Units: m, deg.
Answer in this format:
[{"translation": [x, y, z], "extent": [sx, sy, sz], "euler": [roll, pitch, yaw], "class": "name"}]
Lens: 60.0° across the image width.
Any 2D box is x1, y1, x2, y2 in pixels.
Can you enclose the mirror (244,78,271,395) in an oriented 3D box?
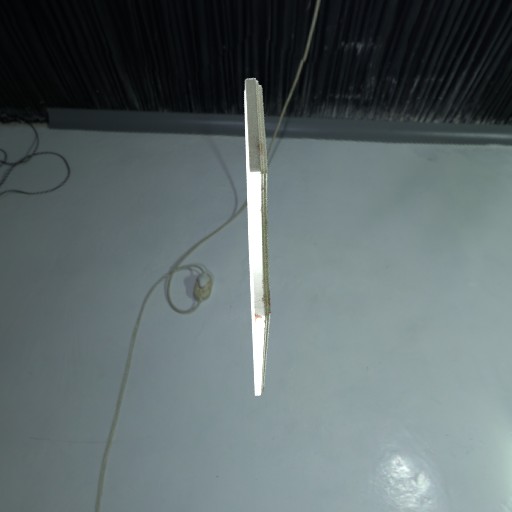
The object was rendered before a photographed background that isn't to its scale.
[{"translation": [0.000, 0.000, 0.856], "extent": [0.022, 0.717, 0.403], "euler": [-2, 63, -1], "class": "mirror"}]
